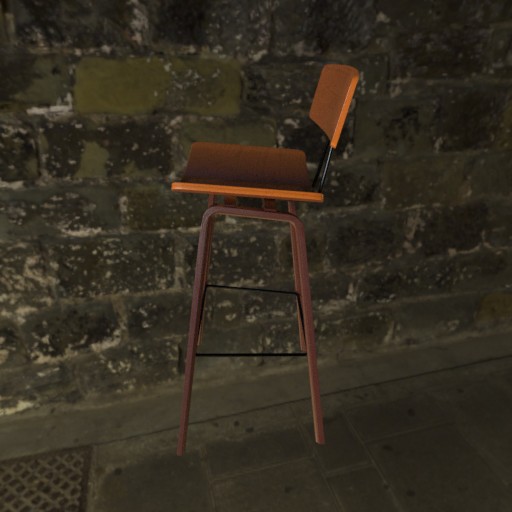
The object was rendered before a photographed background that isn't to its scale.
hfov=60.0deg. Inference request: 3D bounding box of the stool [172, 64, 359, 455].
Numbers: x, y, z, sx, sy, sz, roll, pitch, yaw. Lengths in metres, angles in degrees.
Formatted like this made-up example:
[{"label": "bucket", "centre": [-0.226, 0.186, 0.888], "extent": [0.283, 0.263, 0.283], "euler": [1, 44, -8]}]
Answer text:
[{"label": "stool", "centre": [0.000, 0.000, 1.230], "extent": [0.440, 0.969, 0.509], "euler": [0, 27, -1]}]
